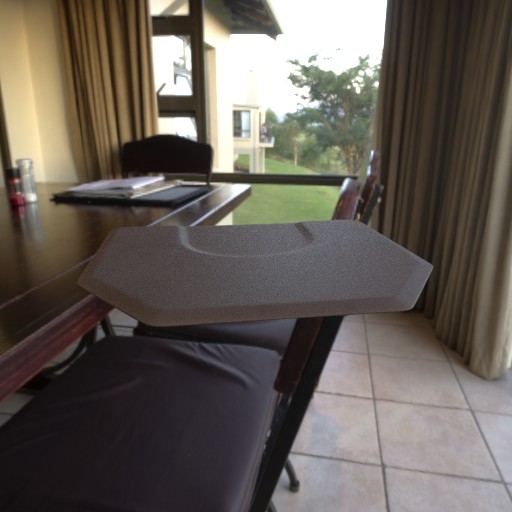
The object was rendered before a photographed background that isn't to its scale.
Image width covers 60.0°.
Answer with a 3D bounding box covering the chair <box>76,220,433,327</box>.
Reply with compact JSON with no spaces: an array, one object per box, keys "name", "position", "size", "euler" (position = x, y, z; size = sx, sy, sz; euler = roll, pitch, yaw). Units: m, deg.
[{"name":"chair","position":[0.000,0.000,1.883],"size":[1.372,0.024,1.219],"euler":[-3,18,-8]}]
